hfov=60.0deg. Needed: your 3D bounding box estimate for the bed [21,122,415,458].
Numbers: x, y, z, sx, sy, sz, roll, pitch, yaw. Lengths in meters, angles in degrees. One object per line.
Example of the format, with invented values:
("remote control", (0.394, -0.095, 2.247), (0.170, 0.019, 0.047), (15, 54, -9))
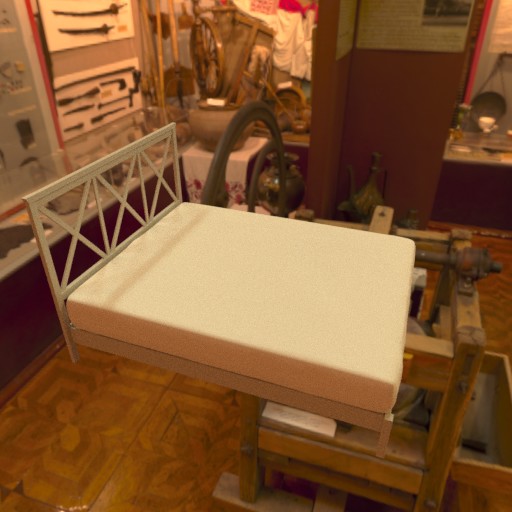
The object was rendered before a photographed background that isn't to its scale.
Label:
("bed", (0.000, 0.000, 3.115), (2.135, 1.253, 1.673), (11, 33, 17))
